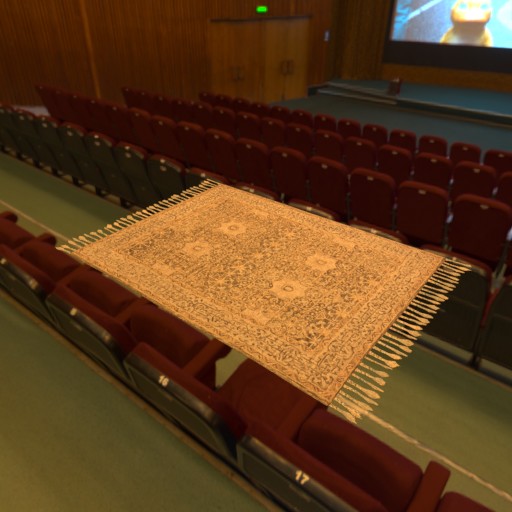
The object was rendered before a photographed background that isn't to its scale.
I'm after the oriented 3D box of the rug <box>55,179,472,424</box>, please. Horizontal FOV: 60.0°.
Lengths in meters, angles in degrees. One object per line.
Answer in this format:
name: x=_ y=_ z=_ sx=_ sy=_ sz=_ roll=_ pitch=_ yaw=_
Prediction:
rug: x=0.000 y=0.000 z=3.092 sx=2.465 sy=0.023 sz=1.619 roll=23 pitch=39 yaw=32
